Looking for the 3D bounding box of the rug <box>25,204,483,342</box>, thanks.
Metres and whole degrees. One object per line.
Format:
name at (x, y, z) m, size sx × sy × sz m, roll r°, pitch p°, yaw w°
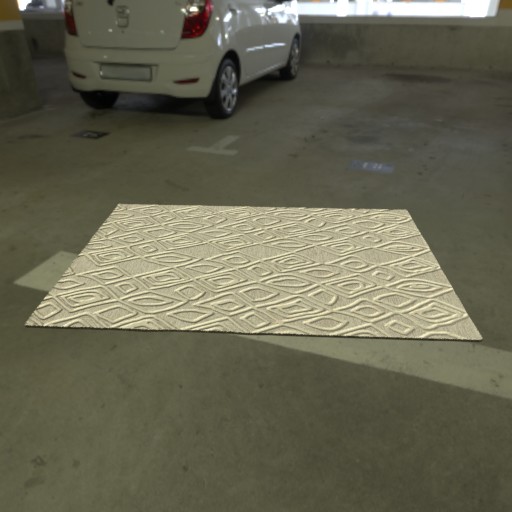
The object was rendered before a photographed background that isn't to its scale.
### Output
rug at (0.000, 0.000, 2.283) m, size 1.832 × 0.016 × 1.224 m, roll 1°, pitch 30°, yaw 2°
